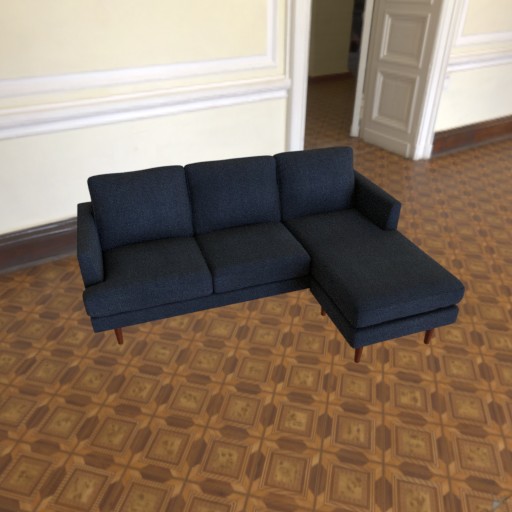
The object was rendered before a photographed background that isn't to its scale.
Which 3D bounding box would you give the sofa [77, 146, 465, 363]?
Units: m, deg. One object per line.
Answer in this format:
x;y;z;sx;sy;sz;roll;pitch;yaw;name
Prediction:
0.000;0.000;2.992;2.233;0.956;1.504;-10;34;-16;sofa
